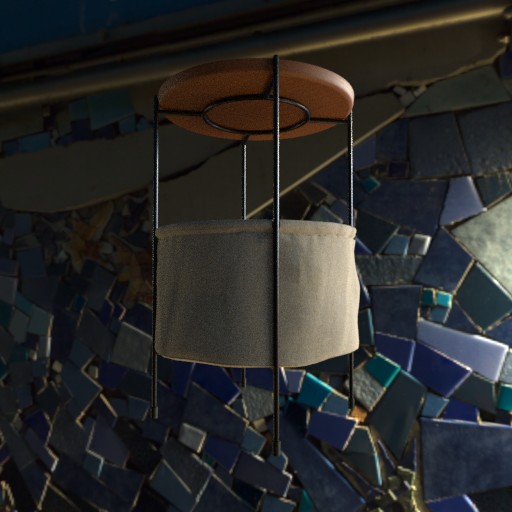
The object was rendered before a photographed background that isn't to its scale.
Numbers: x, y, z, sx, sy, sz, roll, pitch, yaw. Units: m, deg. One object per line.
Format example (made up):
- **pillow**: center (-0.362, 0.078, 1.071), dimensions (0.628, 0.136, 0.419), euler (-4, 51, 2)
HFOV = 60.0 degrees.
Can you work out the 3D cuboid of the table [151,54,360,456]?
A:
- **table**: center (0.000, 0.000, 0.886), dimensions (0.393, 0.623, 0.393), euler (-1, -2, 36)
